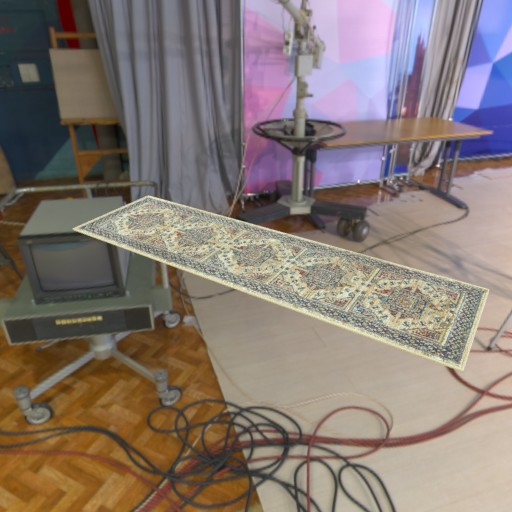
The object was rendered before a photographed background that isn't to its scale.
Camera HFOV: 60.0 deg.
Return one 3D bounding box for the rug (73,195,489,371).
[{"bbox_3d":[0.000,0.000,2.473,2.297,0.013,0.661,17,34,28],"label":"rug"}]
